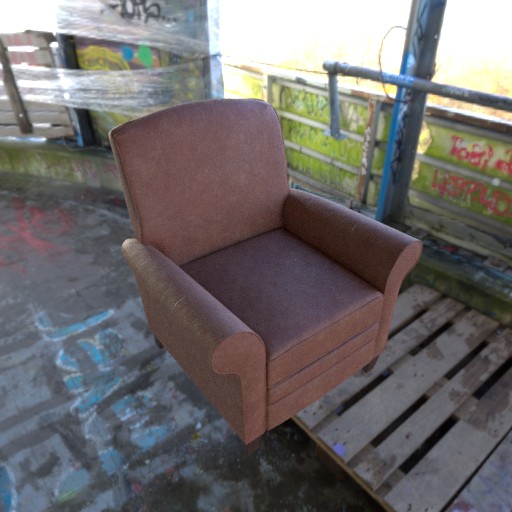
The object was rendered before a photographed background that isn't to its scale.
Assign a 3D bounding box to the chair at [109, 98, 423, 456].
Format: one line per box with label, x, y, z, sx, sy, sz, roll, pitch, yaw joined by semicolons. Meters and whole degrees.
chair;0.000;0.000;1.802;0.978;1.061;0.902;-23;39;-31
